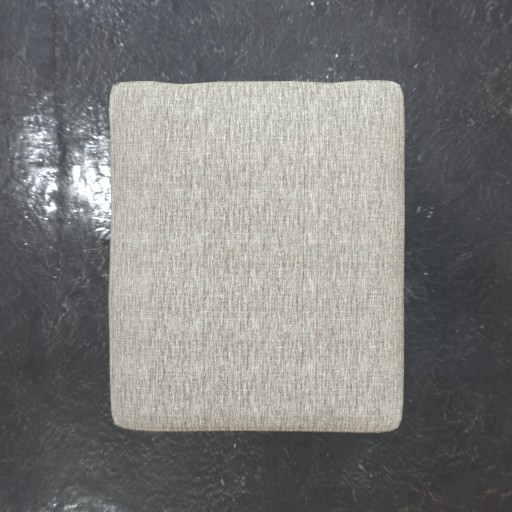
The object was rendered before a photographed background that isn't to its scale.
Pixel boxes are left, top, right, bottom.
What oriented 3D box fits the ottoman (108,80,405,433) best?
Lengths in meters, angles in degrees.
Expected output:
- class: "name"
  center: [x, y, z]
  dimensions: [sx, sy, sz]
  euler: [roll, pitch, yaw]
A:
- class: "ottoman"
  center: [0.000, 0.000, 1.431]
  dimensions: [0.839, 0.492, 0.994]
  euler: [0, 91, 1]
